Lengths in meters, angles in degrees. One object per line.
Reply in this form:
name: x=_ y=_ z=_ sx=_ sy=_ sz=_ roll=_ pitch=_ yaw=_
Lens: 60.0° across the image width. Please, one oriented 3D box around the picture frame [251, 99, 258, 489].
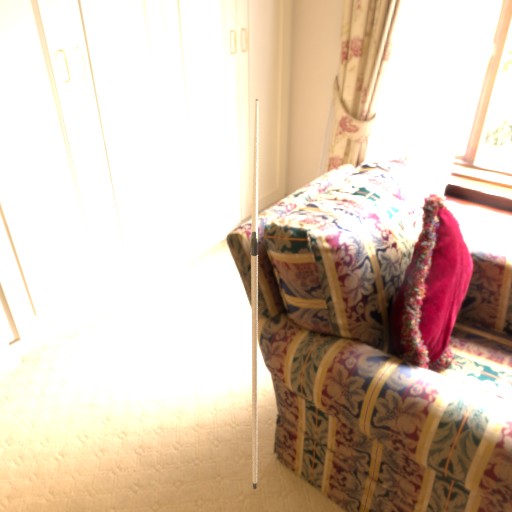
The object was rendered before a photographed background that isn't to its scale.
picture frame: x=0.000 y=0.000 z=1.153 sx=0.010 sy=0.600 sz=0.900 roll=0 pitch=31 yaw=0
